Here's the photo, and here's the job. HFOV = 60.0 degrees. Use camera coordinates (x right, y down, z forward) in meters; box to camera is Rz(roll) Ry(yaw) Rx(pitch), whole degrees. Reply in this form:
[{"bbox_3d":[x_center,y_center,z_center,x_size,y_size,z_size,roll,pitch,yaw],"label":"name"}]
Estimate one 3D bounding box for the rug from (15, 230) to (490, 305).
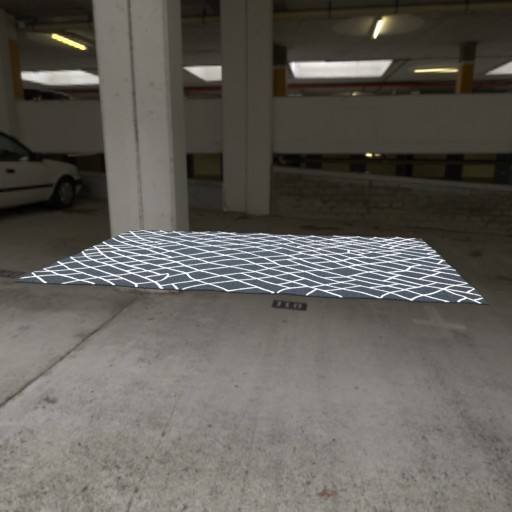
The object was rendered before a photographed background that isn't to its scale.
[{"bbox_3d":[0.000,0.000,2.983,2.448,0.017,1.529,2,14,8],"label":"rug"}]
